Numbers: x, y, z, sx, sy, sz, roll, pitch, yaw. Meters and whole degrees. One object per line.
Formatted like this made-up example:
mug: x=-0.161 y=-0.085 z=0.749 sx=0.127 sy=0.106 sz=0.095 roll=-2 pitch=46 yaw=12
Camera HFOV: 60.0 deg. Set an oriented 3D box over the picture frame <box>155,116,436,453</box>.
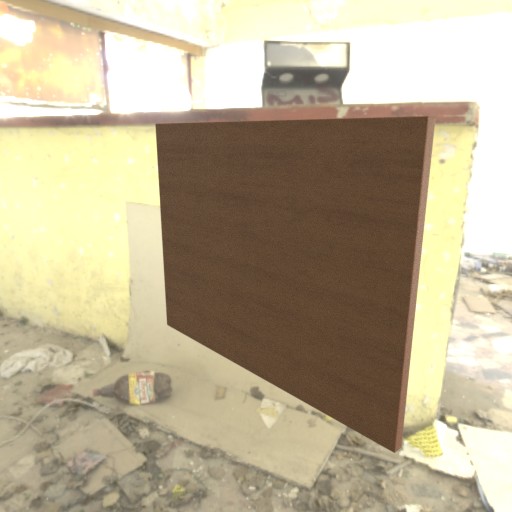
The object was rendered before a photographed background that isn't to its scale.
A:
picture frame: x=0.000 y=0.000 z=1.746 sx=0.045 sy=1.018 sz=1.329 roll=-14 pitch=21 yaw=-41
